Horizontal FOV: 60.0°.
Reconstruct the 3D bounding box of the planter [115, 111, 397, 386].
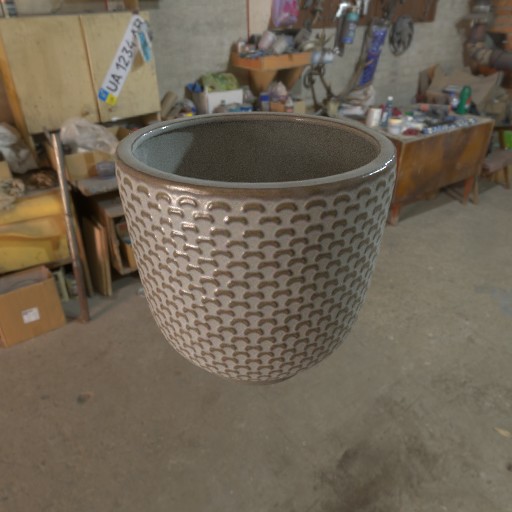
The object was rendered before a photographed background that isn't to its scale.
[{"bbox_3d":[0.000,0.000,0.362,0.197,0.191,0.197,0,30,0],"label":"planter"}]
